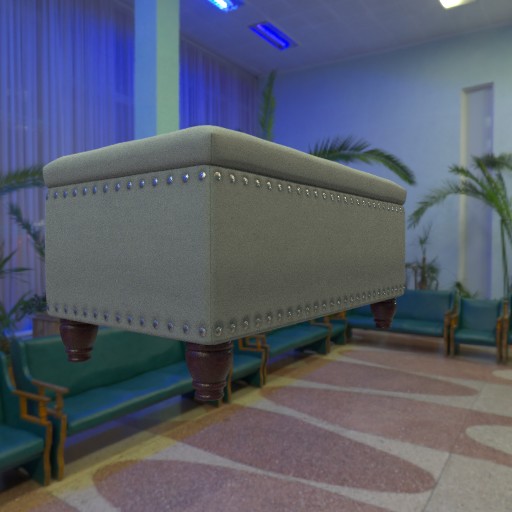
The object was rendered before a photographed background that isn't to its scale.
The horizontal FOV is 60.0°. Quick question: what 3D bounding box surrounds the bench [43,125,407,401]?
[{"bbox_3d":[0.000,0.000,1.163,0.500,0.449,0.887,1,2,37],"label":"bench"}]
